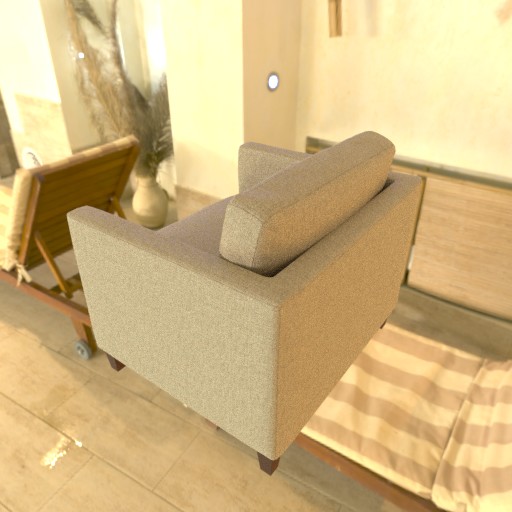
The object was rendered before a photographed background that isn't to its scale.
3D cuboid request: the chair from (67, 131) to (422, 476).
[{"bbox_3d":[0.000,0.000,1.845,0.959,0.961,1.107,21,37,31],"label":"chair"}]
